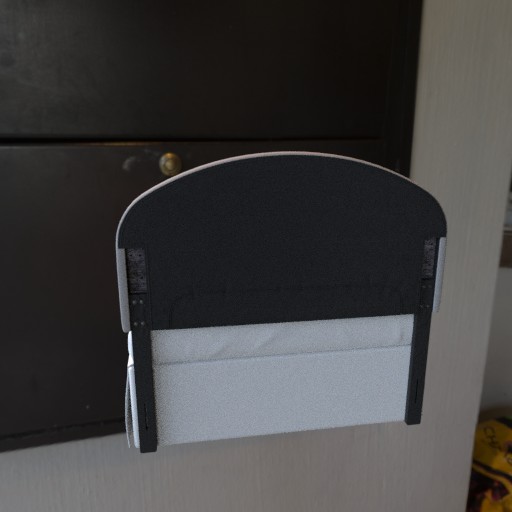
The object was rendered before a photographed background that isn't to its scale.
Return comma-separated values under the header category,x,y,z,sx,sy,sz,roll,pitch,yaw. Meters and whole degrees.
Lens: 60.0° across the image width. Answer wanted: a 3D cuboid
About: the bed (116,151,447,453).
category,x,y,z,sx,sy,sz,roll,pitch,yaw
bed,0.000,0.000,3.017,1.607,1.410,2.005,-2,14,-9
